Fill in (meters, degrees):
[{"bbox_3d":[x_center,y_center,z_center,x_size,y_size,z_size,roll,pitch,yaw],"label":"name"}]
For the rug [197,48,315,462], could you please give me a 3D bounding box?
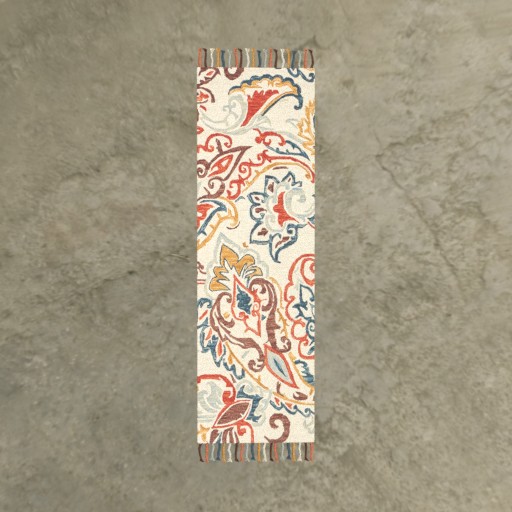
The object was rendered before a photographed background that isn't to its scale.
[{"bbox_3d":[0.000,0.000,2.882,0.763,0.015,2.682,0,90,-1],"label":"rug"}]
